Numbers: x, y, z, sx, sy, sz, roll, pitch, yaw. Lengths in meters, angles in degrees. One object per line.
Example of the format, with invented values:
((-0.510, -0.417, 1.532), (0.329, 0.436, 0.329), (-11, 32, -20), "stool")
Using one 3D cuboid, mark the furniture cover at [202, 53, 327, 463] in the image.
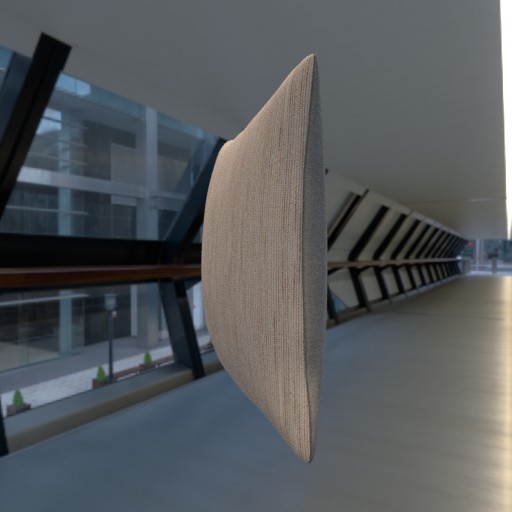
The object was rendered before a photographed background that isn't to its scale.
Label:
((0.000, 0.000, 0.785), (0.178, 0.506, 0.512), (0, 1, -16), "furniture cover")
